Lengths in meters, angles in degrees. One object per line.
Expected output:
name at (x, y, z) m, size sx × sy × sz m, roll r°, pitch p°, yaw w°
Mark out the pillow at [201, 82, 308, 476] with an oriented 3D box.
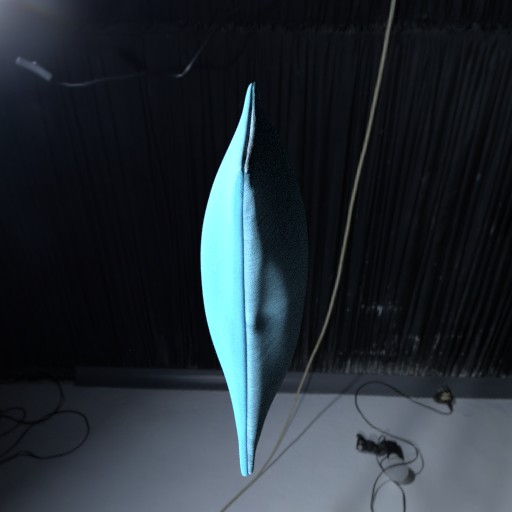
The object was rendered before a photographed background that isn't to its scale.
pillow at (0.000, 0.000, 0.653) m, size 0.151 × 0.415 × 0.433 m, roll 0°, pitch 31°, yaw 1°
